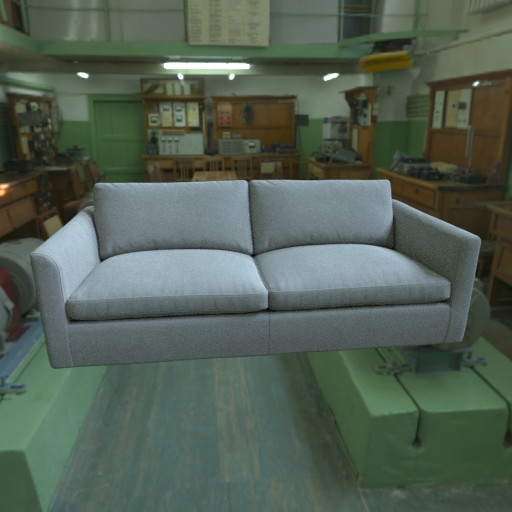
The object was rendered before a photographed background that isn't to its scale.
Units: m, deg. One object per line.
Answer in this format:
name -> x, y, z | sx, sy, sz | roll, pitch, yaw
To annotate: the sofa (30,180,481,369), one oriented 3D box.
sofa -> 0.000, 0.000, 2.734 | 2.588, 0.838, 1.090 | -2, 17, -7
